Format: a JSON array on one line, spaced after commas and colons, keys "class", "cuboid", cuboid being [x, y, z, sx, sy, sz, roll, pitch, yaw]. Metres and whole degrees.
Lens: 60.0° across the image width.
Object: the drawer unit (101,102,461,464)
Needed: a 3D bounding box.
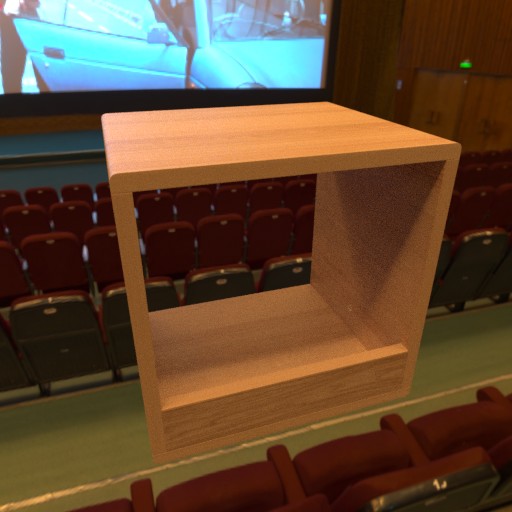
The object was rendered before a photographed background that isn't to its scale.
[{"class": "drawer unit", "cuboid": [0.000, 0.000, 0.600, 0.344, 0.344, 0.290, -9, 29, -16]}]
